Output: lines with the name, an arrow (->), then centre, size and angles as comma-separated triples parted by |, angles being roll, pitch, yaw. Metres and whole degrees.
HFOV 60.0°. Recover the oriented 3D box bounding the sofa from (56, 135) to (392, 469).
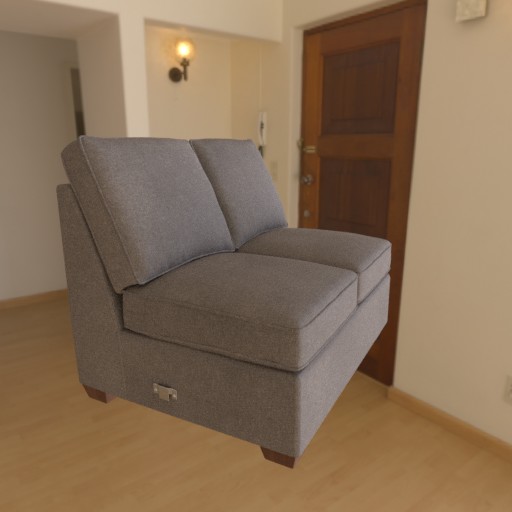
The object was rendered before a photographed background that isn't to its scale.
sofa -> 0.000, 0.000, 1.938 | 0.951, 1.008, 1.237 | 7, 16, 27
